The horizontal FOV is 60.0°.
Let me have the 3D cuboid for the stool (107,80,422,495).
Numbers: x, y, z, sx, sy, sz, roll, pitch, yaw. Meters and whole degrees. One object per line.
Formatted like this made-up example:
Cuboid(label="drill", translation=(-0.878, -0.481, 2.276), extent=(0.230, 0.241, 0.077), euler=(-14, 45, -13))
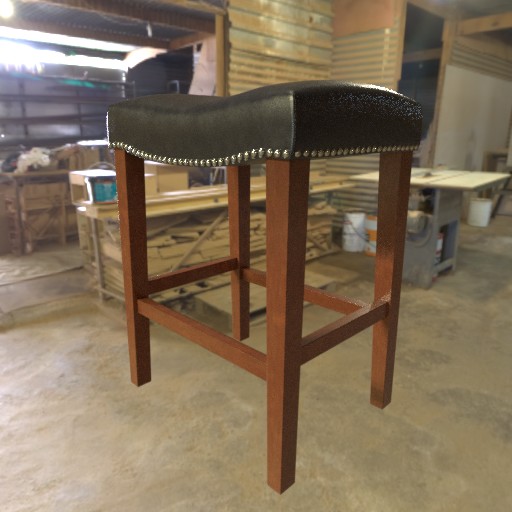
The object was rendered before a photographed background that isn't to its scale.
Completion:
Cuboid(label="stool", translation=(0.000, 0.000, 0.926), extent=(0.372, 0.654, 0.504), euler=(-15, 22, -43))
